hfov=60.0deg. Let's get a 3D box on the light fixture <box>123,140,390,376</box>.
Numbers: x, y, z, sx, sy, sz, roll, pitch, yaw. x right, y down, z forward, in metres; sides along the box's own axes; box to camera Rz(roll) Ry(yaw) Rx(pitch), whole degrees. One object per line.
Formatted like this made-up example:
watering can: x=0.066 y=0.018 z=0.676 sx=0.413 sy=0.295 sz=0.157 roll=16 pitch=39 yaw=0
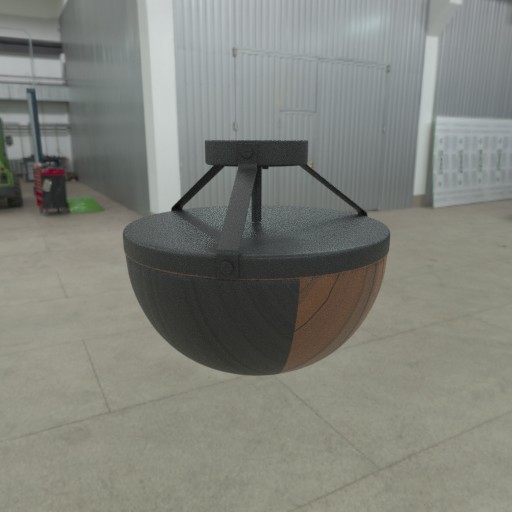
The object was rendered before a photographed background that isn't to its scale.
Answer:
light fixture: x=0.000 y=0.000 z=0.532 sx=0.304 sy=0.269 sz=0.304 roll=0 pitch=15 yaw=0
